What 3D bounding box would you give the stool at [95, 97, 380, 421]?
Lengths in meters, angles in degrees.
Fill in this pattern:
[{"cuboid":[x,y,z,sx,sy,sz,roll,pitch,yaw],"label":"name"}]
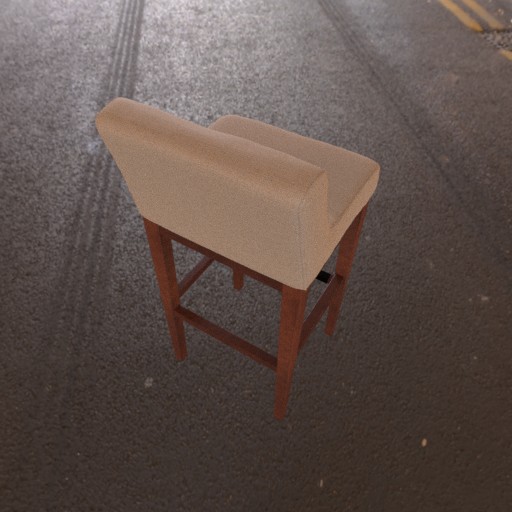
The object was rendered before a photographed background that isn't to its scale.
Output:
[{"cuboid":[0.000,0.000,1.334,0.511,1.037,0.500,25,52,21],"label":"stool"}]
